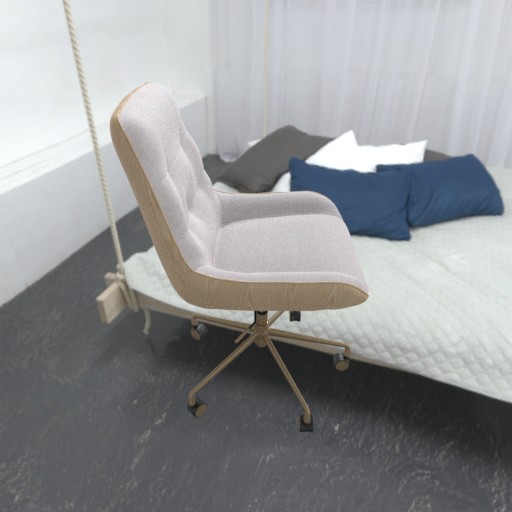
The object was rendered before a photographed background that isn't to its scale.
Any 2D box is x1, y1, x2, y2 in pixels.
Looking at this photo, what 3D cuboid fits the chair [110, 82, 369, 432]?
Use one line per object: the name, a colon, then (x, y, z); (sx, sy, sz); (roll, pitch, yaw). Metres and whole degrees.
chair: (0.000, 0.000, 1.342); (0.668, 0.952, 0.564); (0, 33, 0)
